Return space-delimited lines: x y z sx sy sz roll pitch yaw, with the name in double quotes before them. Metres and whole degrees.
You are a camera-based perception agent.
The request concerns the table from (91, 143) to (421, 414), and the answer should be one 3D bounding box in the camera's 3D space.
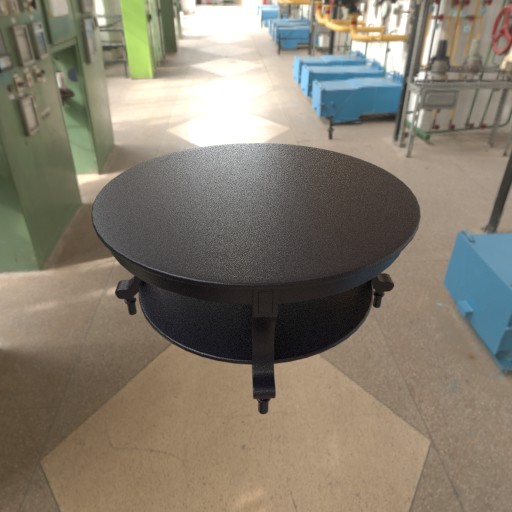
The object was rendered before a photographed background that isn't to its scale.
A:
"table" 0.000 0.000 1.574 1.029 0.491 1.029 0 32 0
